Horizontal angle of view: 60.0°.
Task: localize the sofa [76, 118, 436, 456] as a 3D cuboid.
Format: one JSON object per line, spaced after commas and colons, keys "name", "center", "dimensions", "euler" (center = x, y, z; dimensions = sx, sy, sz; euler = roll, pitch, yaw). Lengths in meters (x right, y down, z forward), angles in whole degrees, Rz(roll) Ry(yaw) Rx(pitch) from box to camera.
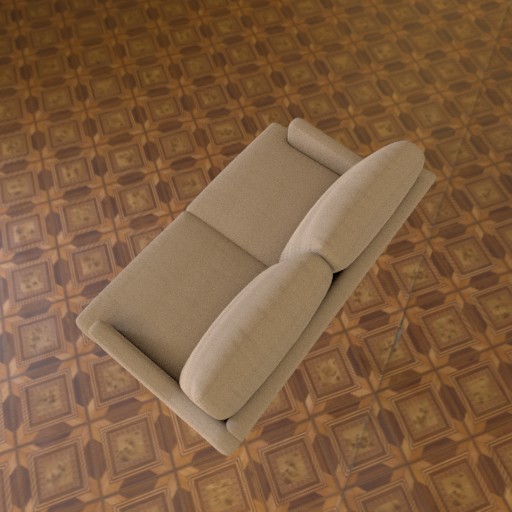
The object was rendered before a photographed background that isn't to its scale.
{"name": "sofa", "center": [0.000, 0.000, 2.232], "dimensions": [1.004, 0.910, 1.619], "euler": [35, 69, 16]}
